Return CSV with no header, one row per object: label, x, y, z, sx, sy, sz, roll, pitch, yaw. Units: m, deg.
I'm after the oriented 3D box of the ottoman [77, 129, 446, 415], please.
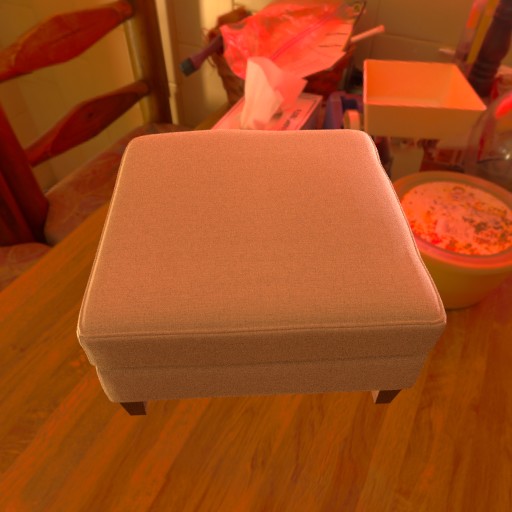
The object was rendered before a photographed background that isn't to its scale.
ottoman,0.000,0.000,1.385,0.838,0.503,0.838,-2,46,-2
